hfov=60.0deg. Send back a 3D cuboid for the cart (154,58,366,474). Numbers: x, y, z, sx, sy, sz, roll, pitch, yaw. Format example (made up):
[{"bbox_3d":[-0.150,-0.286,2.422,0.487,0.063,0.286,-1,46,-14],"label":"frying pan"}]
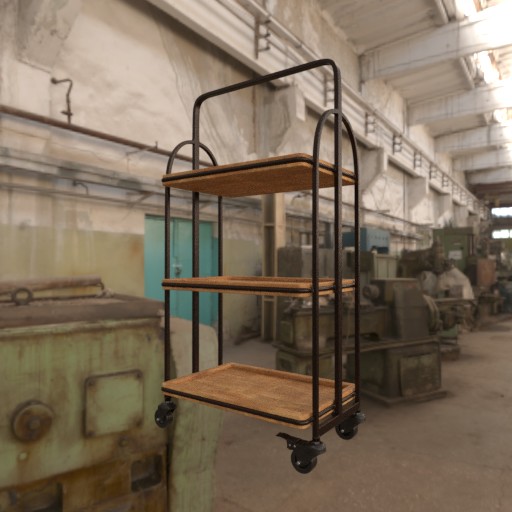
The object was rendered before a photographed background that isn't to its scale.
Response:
[{"bbox_3d":[0.000,0.000,1.255,0.553,1.001,0.327,0,-1,36],"label":"cart"}]
